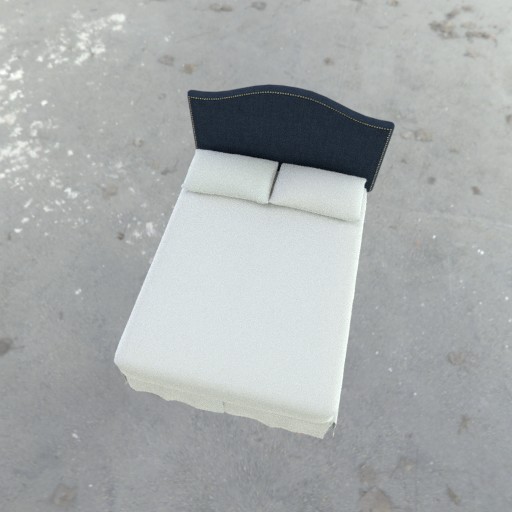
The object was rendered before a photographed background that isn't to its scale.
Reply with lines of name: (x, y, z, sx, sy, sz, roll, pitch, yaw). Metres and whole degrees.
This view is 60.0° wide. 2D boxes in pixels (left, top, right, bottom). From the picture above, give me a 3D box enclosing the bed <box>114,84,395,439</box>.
bed: (0.000, 0.000, 3.429, 1.725, 1.518, 2.153, 11, 60, 7)
